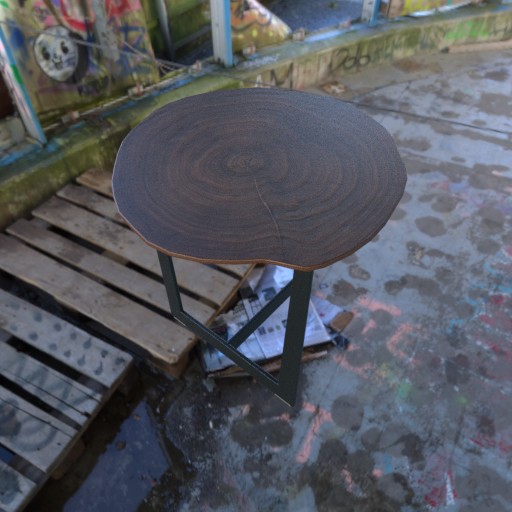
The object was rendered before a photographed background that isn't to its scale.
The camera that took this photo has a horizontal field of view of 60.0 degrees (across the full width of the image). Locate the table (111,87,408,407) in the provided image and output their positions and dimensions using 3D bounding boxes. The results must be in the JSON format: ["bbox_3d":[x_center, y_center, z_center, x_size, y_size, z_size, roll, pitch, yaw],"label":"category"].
[{"bbox_3d":[0.000,0.000,0.896,0.477,0.476,0.494,22,50,20],"label":"table"}]
